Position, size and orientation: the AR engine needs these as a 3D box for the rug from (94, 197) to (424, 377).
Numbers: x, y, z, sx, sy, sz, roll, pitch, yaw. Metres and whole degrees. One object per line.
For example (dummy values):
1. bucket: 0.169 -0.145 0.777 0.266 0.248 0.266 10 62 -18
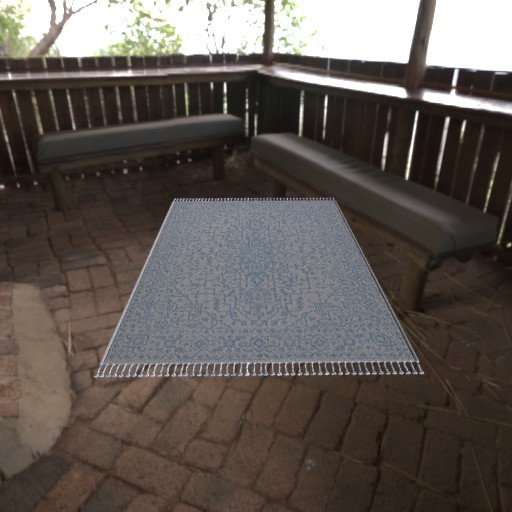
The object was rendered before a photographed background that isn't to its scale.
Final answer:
1. rug: 0.000 0.000 3.126 1.524 0.010 2.438 0 27 -1
